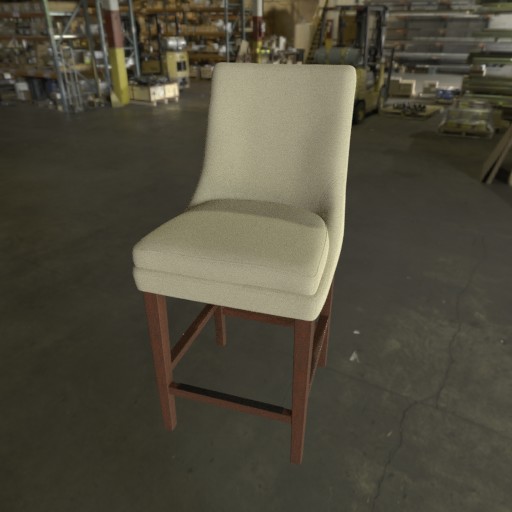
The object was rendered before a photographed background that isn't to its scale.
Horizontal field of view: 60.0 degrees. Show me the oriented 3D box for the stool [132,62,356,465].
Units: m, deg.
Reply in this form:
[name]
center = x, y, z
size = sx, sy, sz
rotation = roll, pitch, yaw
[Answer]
[stool]
center = 0.000, 0.000, 1.268
size = 0.470, 0.981, 0.577
rotation = 8, 28, 16
